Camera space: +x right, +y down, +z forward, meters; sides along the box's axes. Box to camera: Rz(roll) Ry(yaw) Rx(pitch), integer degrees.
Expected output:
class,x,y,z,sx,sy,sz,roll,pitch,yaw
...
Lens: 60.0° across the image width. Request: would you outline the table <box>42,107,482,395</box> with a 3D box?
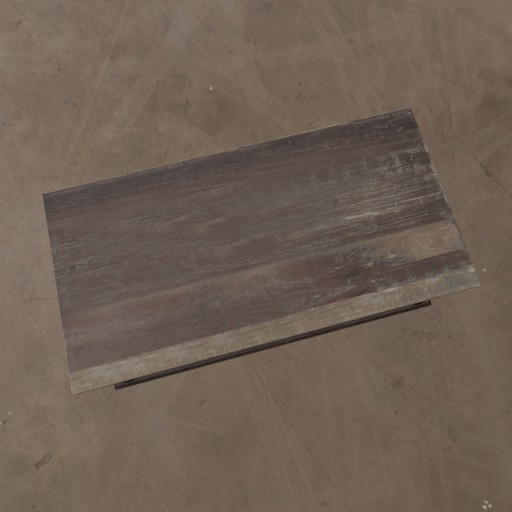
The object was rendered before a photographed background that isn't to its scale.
class,x,y,z,sx,sy,sz,roll,pitch,yaw
table,0.000,0.000,1.385,1.088,0.373,0.554,-14,76,-4
